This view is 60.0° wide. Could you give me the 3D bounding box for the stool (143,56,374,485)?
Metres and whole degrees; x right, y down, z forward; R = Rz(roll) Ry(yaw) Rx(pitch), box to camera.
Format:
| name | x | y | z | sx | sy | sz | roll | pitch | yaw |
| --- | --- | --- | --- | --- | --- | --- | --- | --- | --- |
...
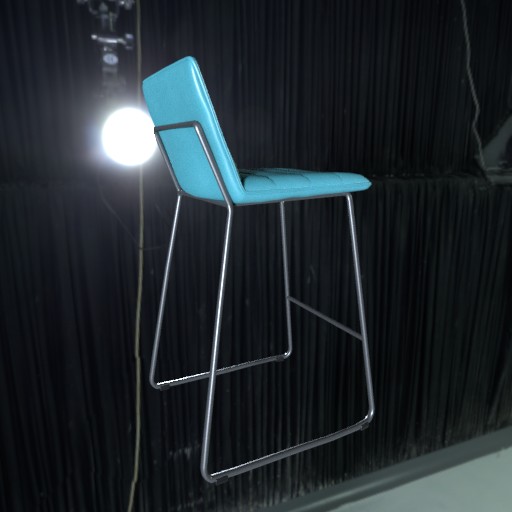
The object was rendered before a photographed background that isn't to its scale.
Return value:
| name | x | y | z | sx | sy | sz | roll | pitch | yaw |
| --- | --- | --- | --- | --- | --- | --- | --- | --- | --- |
| stool | 0.000 | 0.000 | 1.228 | 0.524 | 0.936 | 0.489 | -7 | 15 | -27 |
